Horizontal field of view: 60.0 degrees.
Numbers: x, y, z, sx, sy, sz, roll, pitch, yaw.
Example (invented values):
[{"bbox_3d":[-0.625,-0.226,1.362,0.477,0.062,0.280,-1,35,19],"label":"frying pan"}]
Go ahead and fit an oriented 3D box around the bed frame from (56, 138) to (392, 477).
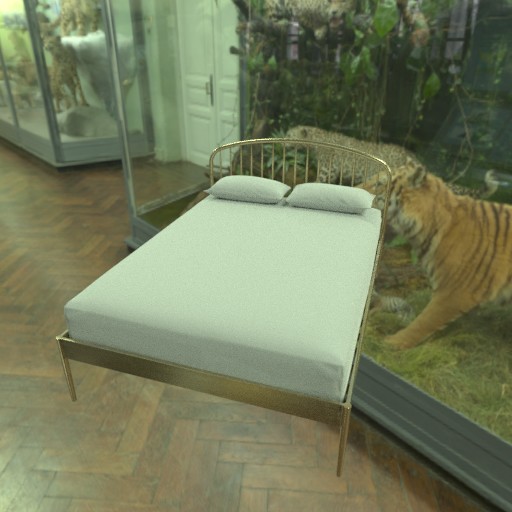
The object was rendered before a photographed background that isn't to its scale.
[{"bbox_3d":[0.000,0.000,3.057,1.612,1.175,2.152,9,28,17],"label":"bed frame"}]
